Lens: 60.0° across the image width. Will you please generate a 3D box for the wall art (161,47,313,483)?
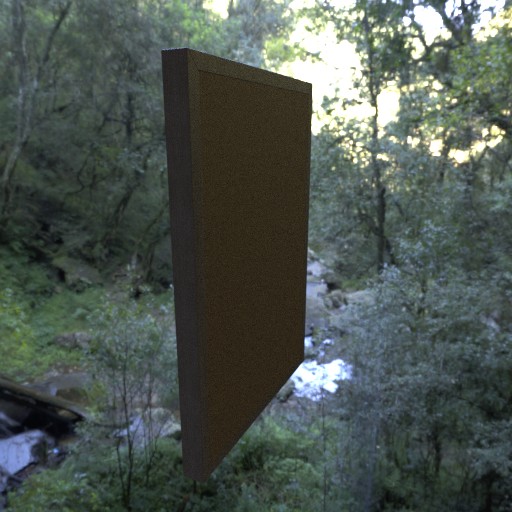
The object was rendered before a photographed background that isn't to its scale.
[{"bbox_3d":[0.000,0.000,0.654,0.031,0.509,0.356,8,17,26],"label":"wall art"}]
